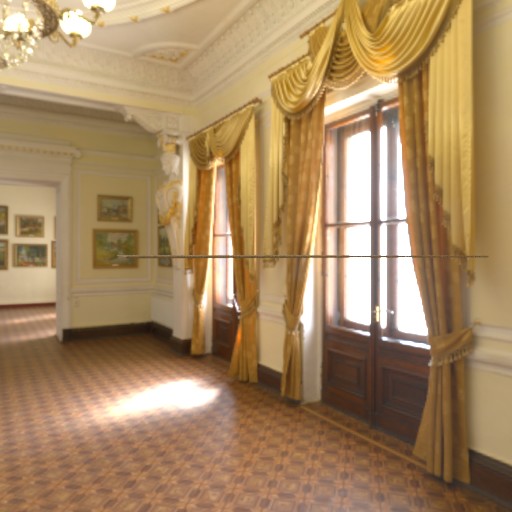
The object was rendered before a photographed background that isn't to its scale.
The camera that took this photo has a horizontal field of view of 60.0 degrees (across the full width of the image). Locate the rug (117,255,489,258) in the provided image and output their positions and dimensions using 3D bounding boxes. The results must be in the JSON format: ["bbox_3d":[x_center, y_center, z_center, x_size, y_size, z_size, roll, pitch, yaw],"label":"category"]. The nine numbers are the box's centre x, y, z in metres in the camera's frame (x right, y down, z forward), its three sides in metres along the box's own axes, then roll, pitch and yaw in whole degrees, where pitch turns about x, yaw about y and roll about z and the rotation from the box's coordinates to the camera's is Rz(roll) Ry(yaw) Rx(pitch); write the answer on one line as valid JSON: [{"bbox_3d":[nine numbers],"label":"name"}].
[{"bbox_3d":[0.000,0.000,4.173,2.471,0.012,3.034,0,0,-18],"label":"rug"}]
